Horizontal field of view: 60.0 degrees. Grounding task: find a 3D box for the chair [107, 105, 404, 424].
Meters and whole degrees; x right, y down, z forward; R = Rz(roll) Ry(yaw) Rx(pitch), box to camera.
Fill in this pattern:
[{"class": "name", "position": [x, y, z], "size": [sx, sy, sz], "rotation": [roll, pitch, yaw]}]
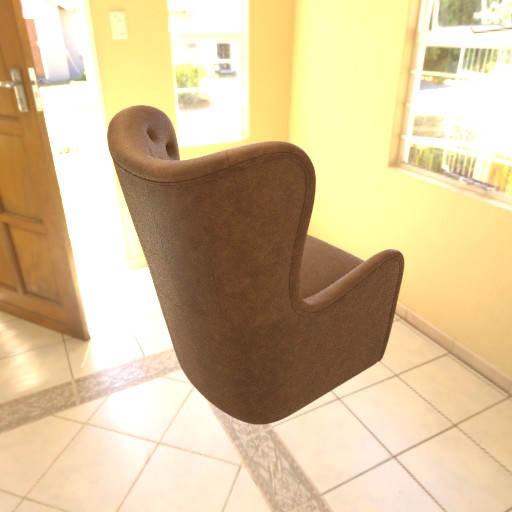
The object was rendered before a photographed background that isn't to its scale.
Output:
[{"class": "chair", "position": [0.000, 0.000, 1.724], "size": [0.930, 1.079, 0.831], "rotation": [-19, 33, -33]}]
